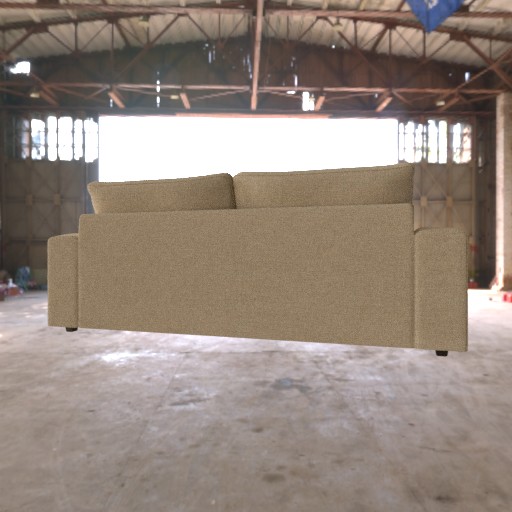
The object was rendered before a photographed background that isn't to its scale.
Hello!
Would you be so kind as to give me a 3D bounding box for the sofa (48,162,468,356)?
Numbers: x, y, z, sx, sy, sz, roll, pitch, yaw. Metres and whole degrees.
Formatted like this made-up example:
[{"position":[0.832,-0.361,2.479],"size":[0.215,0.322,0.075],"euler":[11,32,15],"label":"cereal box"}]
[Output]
[{"position":[0.000,0.000,2.794],"size":[2.299,0.922,1.040],"euler":[0,0,18],"label":"sofa"}]
